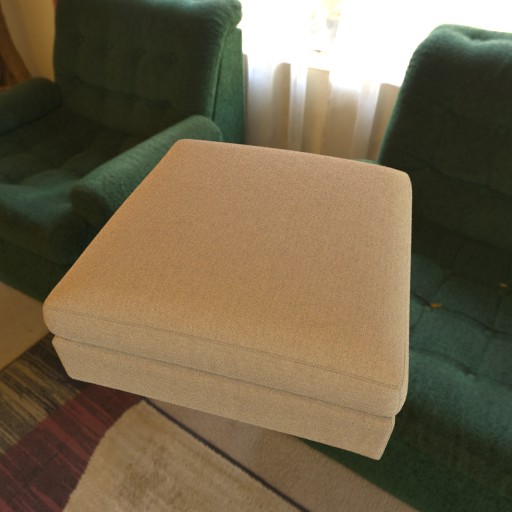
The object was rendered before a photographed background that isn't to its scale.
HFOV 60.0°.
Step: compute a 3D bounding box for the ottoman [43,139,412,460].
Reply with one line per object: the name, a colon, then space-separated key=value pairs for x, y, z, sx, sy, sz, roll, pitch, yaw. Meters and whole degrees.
ottoman: x=0.000 y=0.000 z=1.589 sx=1.041 sy=0.470 sz=1.041 roll=10 pitch=43 yaw=11
